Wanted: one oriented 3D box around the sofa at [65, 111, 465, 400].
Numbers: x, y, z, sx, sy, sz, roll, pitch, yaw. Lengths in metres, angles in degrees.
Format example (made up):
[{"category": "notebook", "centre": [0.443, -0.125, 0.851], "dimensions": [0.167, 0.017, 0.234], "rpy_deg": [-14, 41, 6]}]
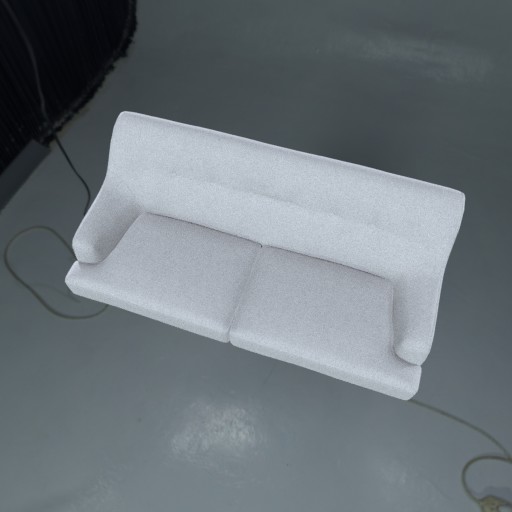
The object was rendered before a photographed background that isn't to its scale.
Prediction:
[{"category": "sofa", "centre": [0.000, 0.000, 2.573], "dimensions": [2.057, 0.871, 0.978], "rpy_deg": [16, 60, 9]}]
